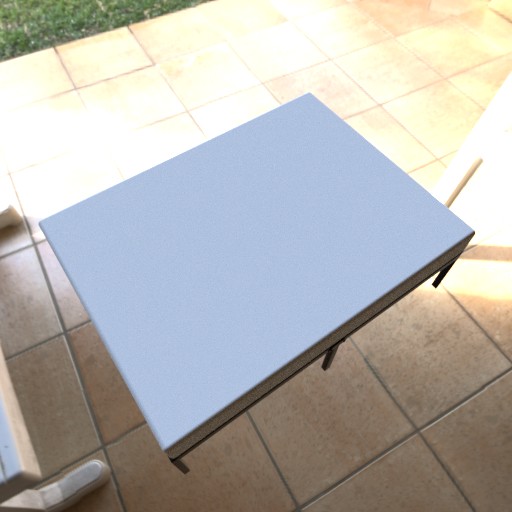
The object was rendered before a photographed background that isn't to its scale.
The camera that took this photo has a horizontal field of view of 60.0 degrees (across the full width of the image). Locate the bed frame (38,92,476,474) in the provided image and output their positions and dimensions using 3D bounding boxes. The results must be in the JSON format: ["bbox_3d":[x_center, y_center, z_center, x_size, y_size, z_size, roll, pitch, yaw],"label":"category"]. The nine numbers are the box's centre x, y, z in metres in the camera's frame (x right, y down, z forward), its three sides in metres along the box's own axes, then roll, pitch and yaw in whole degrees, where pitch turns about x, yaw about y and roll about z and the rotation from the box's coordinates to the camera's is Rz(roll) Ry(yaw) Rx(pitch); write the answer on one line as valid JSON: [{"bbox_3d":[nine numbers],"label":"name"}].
[{"bbox_3d":[0.000,0.000,2.832,2.072,0.659,1.557,-31,63,-18],"label":"bed frame"}]
